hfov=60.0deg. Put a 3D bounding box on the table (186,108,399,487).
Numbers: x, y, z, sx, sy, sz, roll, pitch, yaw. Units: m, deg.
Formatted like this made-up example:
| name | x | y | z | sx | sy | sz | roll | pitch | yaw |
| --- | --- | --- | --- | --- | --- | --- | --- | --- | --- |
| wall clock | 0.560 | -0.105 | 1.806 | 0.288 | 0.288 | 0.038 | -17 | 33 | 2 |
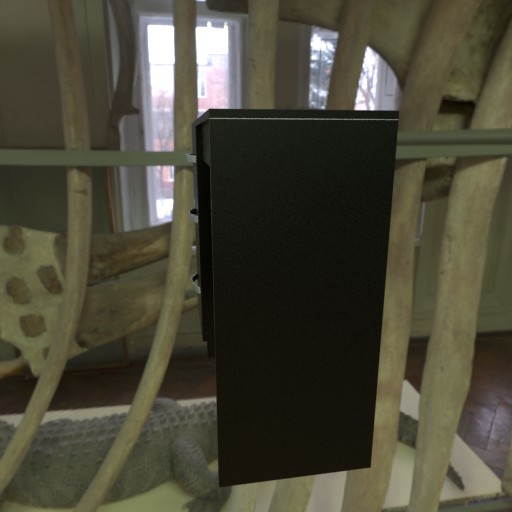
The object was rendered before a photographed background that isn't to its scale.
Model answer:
| name | x | y | z | sx | sy | sz | roll | pitch | yaw |
| --- | --- | --- | --- | --- | --- | --- | --- | --- | --- |
| table | 0.000 | 0.000 | 1.339 | 0.380 | 0.790 | 0.930 | -3 | 15 | -10 |
